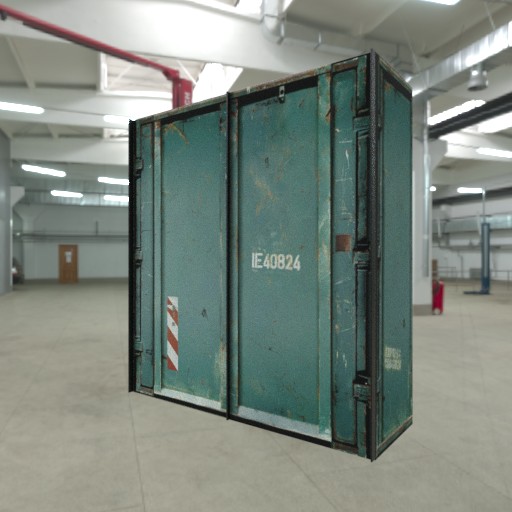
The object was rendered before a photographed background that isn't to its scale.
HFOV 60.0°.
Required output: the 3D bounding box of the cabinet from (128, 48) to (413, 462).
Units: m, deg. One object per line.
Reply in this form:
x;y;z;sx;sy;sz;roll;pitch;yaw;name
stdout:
0.000;0.000;3.170;2.000;2.160;0.680;0;0;36;cabinet
